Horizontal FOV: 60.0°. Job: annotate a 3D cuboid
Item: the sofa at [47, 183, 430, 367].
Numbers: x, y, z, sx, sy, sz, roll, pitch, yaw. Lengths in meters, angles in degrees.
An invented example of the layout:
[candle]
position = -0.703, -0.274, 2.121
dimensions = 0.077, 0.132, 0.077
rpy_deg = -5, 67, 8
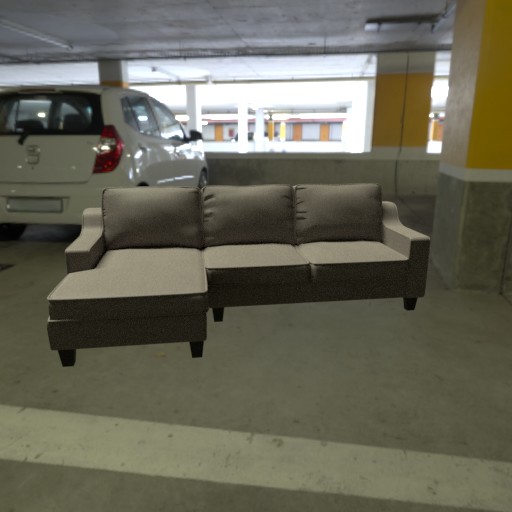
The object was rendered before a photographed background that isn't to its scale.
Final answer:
[sofa]
position = 0.000, 0.000, 3.207
dimensions = 2.561, 0.928, 1.294
rpy_deg = -2, 15, -8
